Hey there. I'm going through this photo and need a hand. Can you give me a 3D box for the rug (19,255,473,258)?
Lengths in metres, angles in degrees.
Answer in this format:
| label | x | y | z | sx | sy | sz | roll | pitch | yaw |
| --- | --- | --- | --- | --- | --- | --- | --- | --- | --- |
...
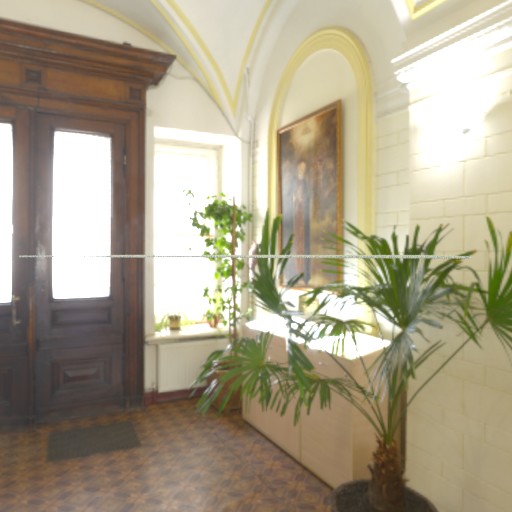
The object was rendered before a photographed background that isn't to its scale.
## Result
| label | x | y | z | sx | sy | sz | roll | pitch | yaw |
| --- | --- | --- | --- | --- | --- | --- | --- | --- | --- |
| rug | 0.000 | 0.000 | 2.163 | 1.752 | 0.006 | 1.142 | 0 | 0 | 18 |
